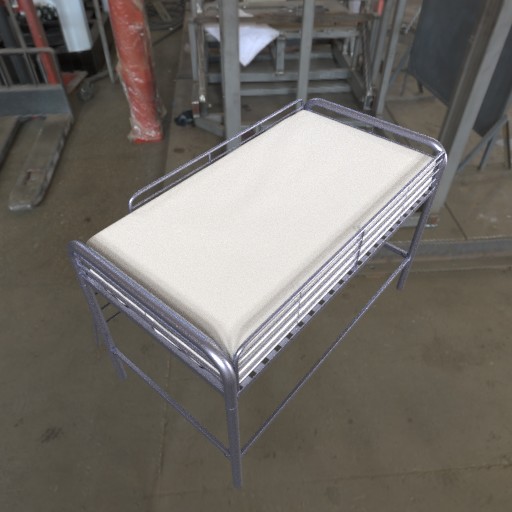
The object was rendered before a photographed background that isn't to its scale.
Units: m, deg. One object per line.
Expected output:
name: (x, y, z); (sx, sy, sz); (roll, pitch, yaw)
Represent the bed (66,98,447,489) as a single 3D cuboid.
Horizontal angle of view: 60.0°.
bed: (0.000, 0.000, 2.864); (1.415, 1.288, 1.965); (31, 52, 27)
